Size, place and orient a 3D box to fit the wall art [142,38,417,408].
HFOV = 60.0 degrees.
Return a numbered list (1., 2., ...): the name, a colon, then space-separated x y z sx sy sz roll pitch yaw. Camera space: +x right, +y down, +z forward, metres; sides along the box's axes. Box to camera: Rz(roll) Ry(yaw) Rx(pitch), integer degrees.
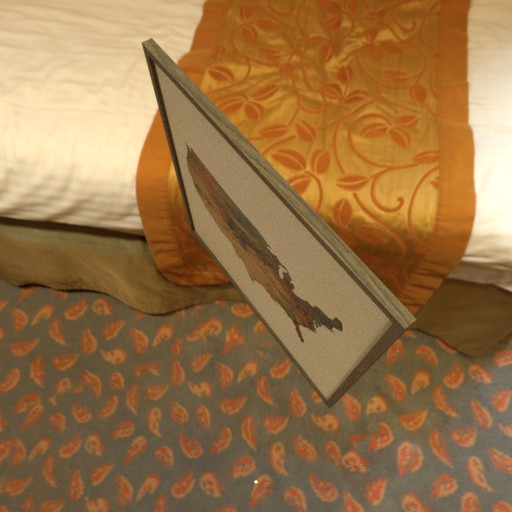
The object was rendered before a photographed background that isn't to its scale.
1. wall art: 0.000 0.000 0.744 0.016 0.507 0.508 -33 68 -16
